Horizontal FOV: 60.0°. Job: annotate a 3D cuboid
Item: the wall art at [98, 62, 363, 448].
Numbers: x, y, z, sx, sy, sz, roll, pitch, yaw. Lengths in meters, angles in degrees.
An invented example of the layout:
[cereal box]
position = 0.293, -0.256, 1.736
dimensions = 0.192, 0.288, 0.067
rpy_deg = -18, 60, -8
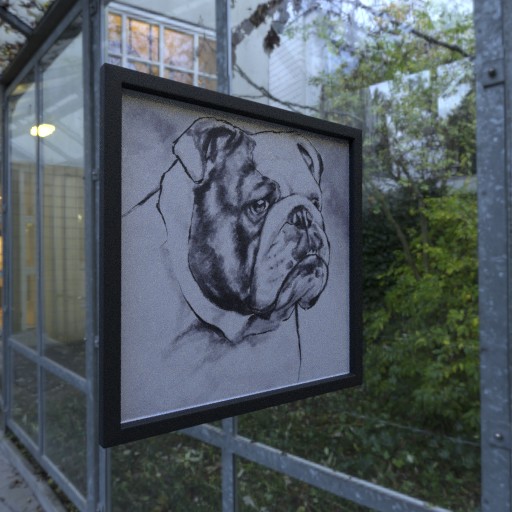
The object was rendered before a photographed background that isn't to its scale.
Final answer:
[wall art]
position = 0.000, 0.000, 0.661
dimensions = 0.456, 0.453, 0.022
rpy_deg = 0, -1, -36
